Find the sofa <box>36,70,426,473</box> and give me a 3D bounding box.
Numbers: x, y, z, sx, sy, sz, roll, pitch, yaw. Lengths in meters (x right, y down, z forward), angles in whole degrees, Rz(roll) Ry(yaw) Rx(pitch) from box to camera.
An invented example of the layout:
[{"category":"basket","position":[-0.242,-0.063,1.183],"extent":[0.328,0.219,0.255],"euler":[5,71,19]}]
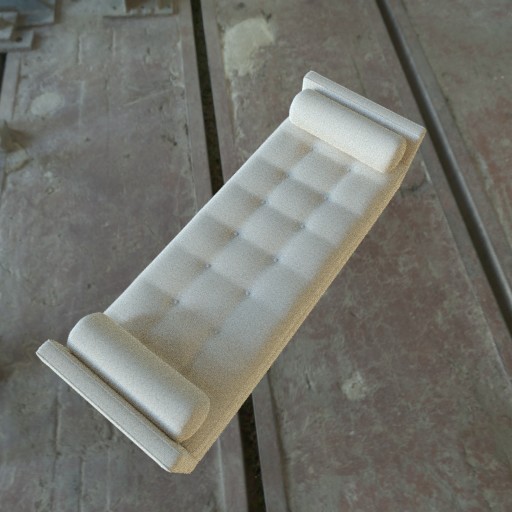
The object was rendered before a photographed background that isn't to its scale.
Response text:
[{"category":"sofa","position":[0.000,0.000,2.274],"extent":[0.746,0.641,1.985],"euler":[34,68,15]}]
